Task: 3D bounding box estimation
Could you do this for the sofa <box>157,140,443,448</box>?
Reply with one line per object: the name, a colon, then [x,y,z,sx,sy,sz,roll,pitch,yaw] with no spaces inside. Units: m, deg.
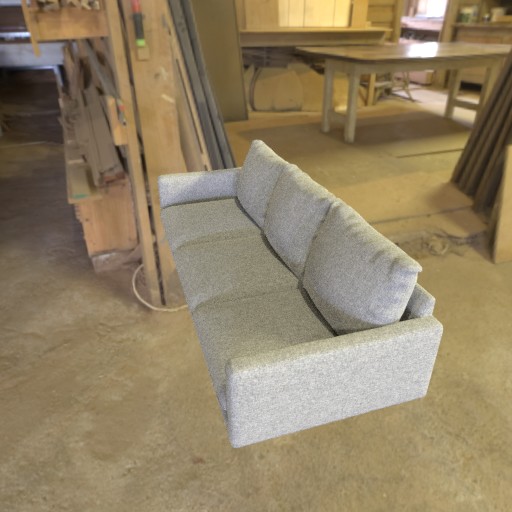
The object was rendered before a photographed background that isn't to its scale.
sofa: [0.000,0.000,2.442,0.850,0.830,2.000,-9,31,-15]
